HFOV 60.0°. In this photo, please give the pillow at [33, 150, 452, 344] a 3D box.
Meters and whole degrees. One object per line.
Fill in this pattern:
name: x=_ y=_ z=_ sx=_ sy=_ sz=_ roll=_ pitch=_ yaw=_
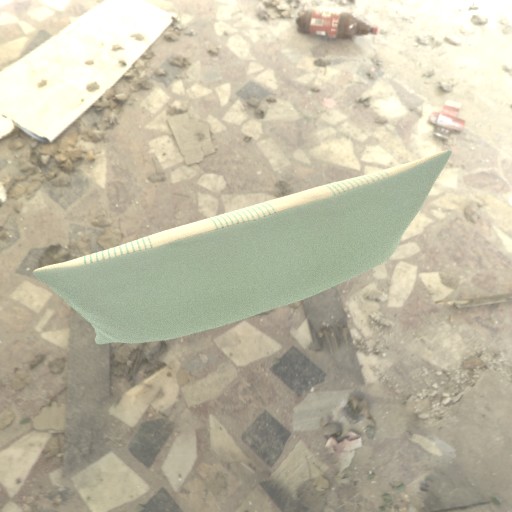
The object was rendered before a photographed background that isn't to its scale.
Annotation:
pillow: x=0.000 y=0.000 z=0.729 sx=0.610 sy=0.287 sz=0.151 roll=-17 pitch=61 yaw=-10
